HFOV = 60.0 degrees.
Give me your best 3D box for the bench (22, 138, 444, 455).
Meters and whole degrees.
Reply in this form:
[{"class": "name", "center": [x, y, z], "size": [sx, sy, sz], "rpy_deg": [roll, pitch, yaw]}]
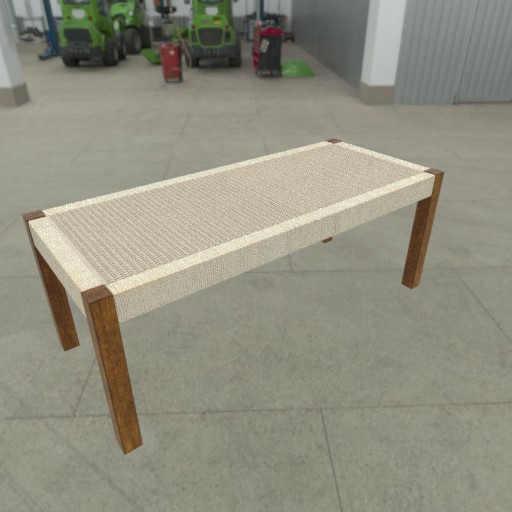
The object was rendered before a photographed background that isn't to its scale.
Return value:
[{"class": "bench", "center": [0.000, 0.000, 1.449], "size": [1.198, 0.457, 0.507], "rpy_deg": [-21, 37, -32]}]
